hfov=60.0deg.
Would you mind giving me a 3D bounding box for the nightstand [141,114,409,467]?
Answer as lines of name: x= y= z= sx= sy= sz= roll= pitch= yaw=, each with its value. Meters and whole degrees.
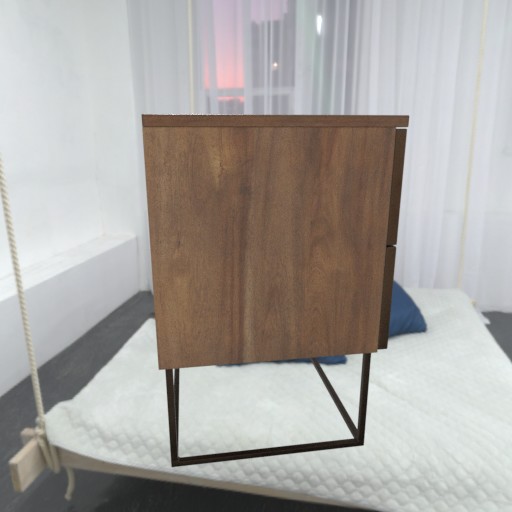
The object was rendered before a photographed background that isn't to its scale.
nightstand: x=0.000 y=0.000 z=1.034 sx=0.427 sy=0.611 sz=0.605 roll=-3 pitch=16 yaw=-9
